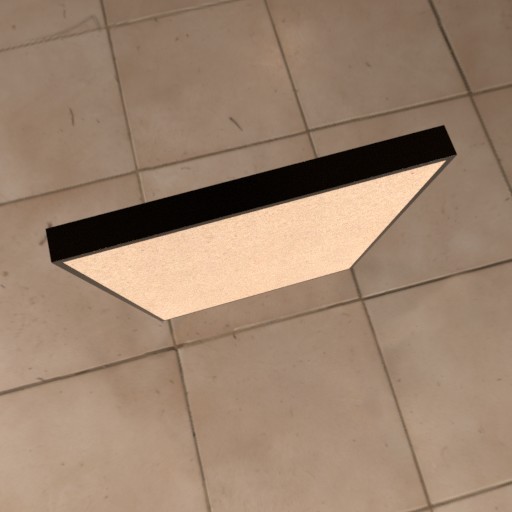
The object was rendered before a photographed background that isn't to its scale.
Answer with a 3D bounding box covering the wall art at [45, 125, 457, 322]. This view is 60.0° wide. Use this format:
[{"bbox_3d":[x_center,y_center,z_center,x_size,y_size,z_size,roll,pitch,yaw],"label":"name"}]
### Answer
[{"bbox_3d":[0.000,0.000,0.741,0.448,0.551,0.038,-15,76,-4],"label":"wall art"}]
